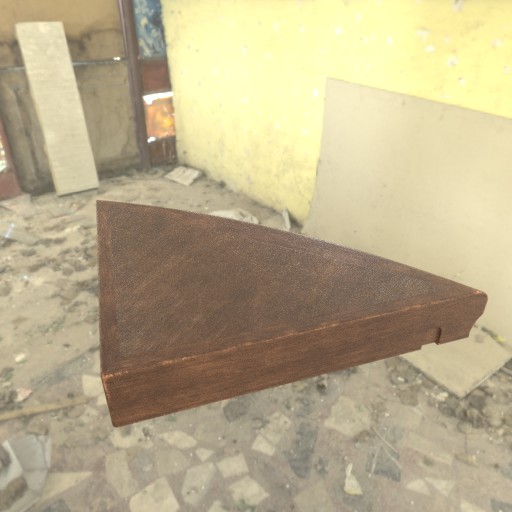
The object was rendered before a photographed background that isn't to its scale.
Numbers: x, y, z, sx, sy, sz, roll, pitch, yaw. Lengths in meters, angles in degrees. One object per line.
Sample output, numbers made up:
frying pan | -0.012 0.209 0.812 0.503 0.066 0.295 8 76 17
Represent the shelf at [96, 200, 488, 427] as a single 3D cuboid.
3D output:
shelf | 0.000 0.000 0.463 0.310 0.050 0.310 -9 32 -16
